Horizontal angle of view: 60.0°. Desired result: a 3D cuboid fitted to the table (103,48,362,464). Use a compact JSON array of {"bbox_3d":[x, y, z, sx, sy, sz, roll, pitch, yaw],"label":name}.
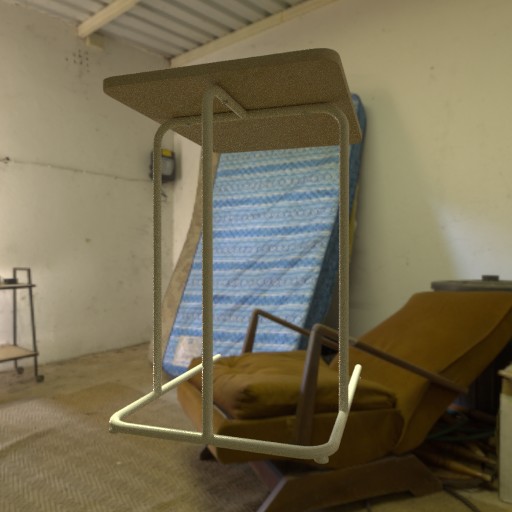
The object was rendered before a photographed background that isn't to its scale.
[{"bbox_3d":[0.000,0.000,0.859,0.370,0.550,0.480,0,1,17],"label":"table"}]
